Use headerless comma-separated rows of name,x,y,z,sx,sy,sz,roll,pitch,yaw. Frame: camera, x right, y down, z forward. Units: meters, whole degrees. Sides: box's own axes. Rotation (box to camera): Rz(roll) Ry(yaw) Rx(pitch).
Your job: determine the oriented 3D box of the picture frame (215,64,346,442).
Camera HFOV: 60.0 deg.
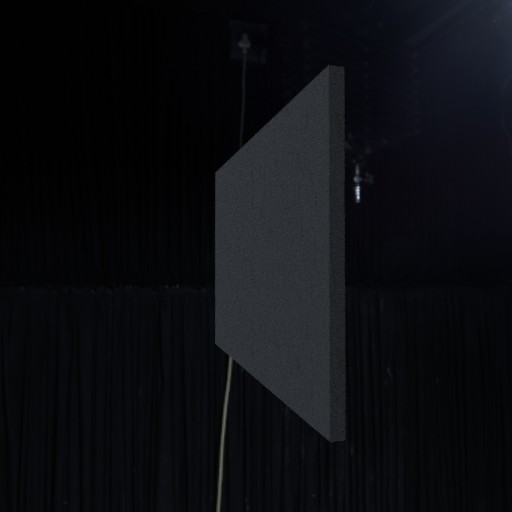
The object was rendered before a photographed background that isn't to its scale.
picture frame,0.000,0.000,1.210,0.029,0.640,0.950,0,-1,-17
